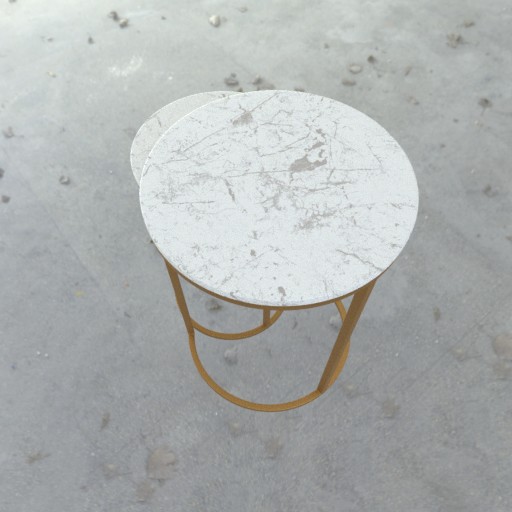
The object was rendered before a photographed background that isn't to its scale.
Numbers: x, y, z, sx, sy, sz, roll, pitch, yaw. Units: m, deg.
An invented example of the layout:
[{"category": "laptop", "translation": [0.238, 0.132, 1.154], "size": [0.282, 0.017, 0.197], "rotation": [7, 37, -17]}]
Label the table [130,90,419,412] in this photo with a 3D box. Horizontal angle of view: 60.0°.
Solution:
[{"category": "table", "translation": [0.000, 0.000, 0.898], "size": [0.400, 0.550, 0.507], "rotation": [-33, 63, -19]}]
